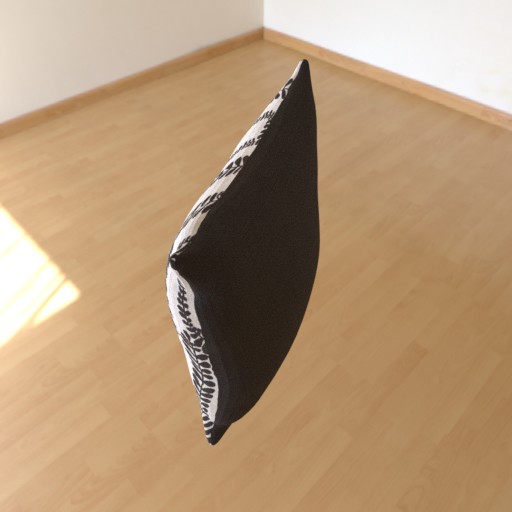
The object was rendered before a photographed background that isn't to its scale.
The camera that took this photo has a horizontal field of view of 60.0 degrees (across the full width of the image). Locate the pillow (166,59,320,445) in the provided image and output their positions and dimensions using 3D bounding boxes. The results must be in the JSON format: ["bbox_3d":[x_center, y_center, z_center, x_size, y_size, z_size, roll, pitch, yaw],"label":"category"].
[{"bbox_3d":[0.000,0.000,0.681,0.182,0.441,0.440,15,49,14],"label":"pillow"}]
